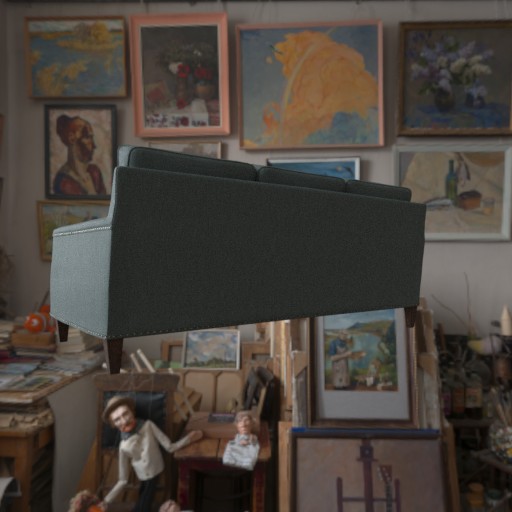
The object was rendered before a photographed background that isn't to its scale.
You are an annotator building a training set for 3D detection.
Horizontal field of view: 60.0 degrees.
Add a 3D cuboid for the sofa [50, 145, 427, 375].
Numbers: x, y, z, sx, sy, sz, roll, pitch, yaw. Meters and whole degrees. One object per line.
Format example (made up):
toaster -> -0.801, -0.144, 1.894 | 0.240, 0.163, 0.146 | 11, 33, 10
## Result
sofa -> 0.000, 0.000, 2.835 | 2.246, 1.003, 1.084 | 0, 0, -36
